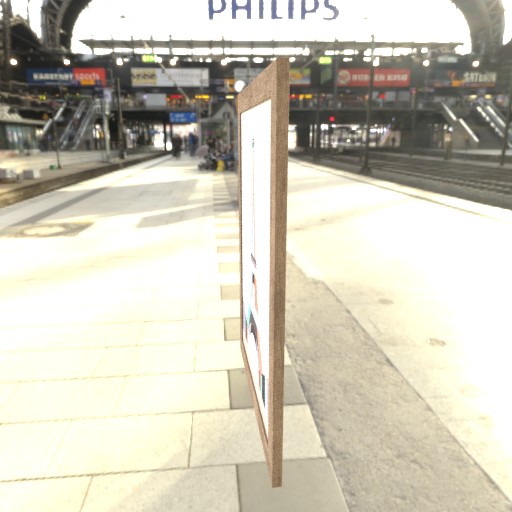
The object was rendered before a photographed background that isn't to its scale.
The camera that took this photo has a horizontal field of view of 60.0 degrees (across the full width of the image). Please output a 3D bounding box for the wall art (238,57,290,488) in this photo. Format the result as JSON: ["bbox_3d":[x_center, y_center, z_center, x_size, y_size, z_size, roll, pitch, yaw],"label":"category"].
[{"bbox_3d":[0.000,0.000,0.932,0.018,0.686,0.534,-2,15,-8],"label":"wall art"}]
